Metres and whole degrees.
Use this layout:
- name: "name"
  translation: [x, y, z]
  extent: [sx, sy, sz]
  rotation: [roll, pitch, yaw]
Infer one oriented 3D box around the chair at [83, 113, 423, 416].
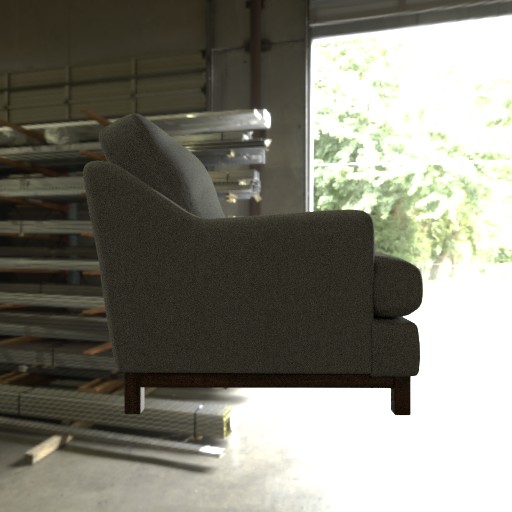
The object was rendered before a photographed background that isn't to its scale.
- name: "chair"
  translation: [0.000, 0.000, 1.530]
  extent: [0.892, 0.821, 0.826]
  rotation: [0, 0, 1]
